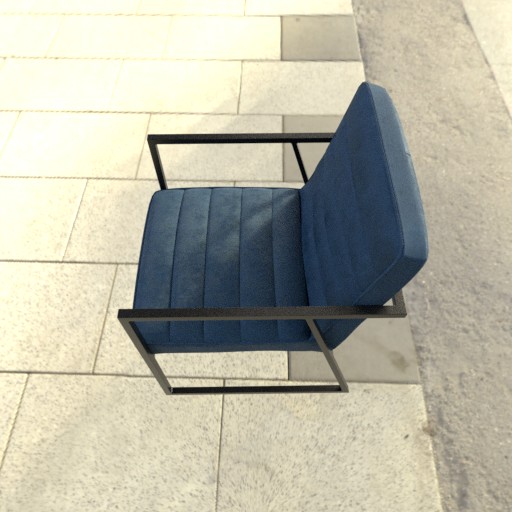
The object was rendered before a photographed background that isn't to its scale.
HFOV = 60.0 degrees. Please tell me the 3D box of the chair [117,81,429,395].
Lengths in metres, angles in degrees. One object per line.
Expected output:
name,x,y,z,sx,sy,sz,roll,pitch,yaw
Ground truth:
chair,0.000,0.000,1.286,0.677,0.833,0.571,0,58,0
